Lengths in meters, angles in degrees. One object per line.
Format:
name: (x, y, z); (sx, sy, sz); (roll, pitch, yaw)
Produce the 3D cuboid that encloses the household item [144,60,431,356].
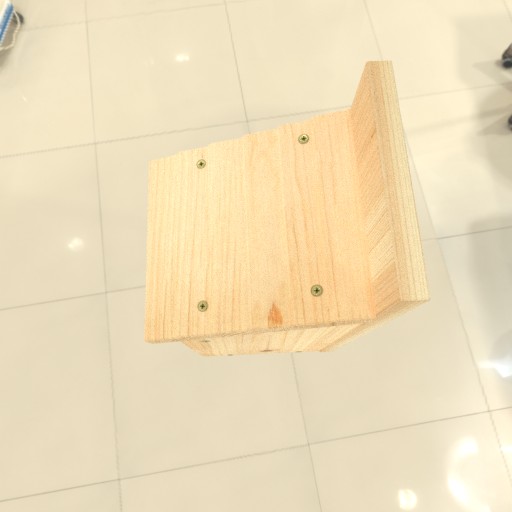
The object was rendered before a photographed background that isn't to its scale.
household item: (0.000, 0.000, 0.386); (0.171, 0.300, 0.149); (-3, 73, -1)
